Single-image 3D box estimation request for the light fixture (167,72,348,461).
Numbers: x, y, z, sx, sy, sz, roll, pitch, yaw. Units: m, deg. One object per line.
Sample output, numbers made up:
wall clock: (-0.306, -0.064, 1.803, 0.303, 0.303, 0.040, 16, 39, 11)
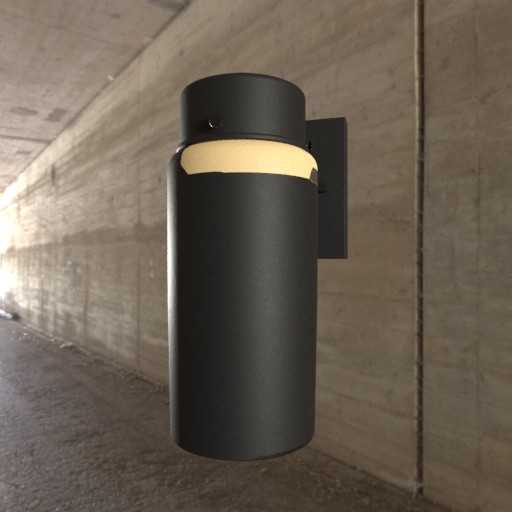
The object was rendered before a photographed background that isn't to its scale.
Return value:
light fixture: (0.000, 0.000, 0.360, 0.130, 0.257, 0.176, 0, 0, 17)
